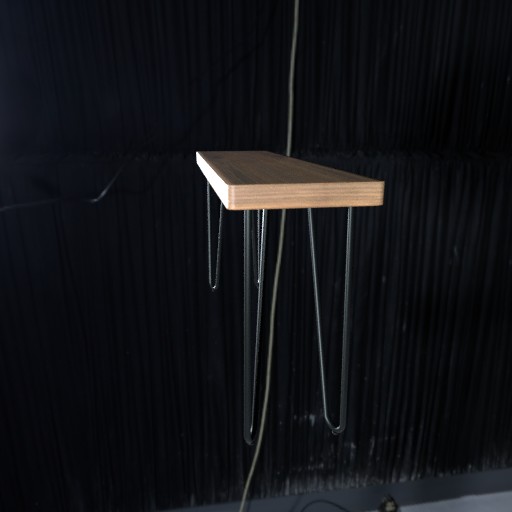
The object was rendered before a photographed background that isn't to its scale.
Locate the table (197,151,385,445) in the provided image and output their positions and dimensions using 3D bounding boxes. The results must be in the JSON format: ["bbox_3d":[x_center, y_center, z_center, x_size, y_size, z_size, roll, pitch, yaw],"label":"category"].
[{"bbox_3d":[0.000,0.000,1.982,0.425,0.834,1.570,-3,16,-10],"label":"table"}]
